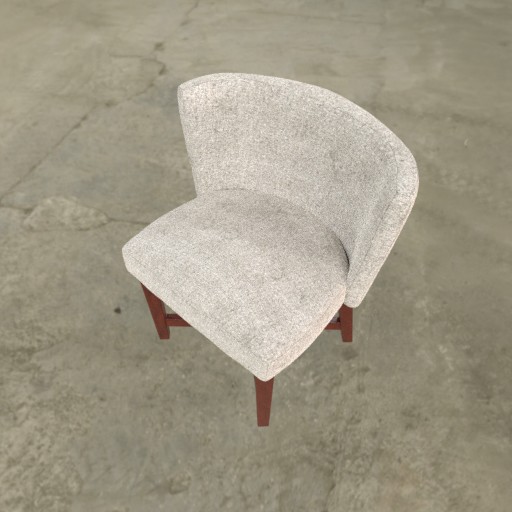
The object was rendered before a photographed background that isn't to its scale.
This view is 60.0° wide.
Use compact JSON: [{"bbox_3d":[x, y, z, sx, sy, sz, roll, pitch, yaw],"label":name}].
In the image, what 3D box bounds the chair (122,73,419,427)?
[{"bbox_3d":[0.000,0.000,1.310,0.728,0.827,0.575,33,56,27],"label":"chair"}]
